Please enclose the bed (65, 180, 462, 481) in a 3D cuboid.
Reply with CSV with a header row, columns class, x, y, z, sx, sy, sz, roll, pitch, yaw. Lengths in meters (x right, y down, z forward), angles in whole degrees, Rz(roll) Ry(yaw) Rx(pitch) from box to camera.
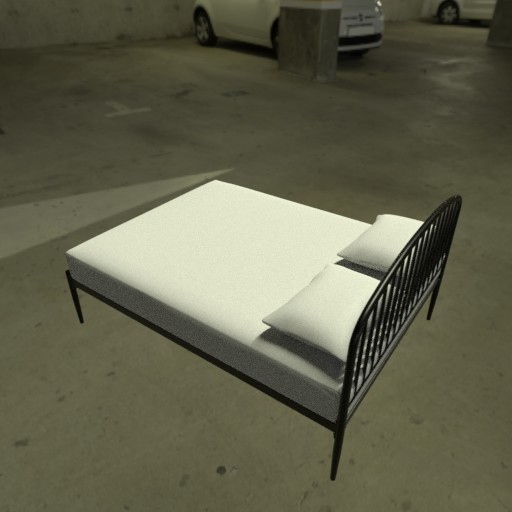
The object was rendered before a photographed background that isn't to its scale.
class,x,y,z,sx,sy,sz,roll,pitch,yaw
bed,0.000,0.000,3.067,2.159,1.166,1.618,21,38,30
